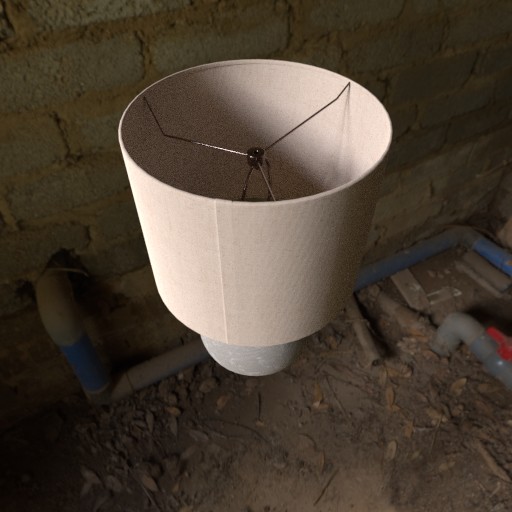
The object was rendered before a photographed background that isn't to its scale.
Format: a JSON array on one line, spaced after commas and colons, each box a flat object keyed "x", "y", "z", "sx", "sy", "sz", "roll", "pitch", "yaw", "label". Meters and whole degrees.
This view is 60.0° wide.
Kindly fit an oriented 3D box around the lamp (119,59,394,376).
[{"x": 0.000, "y": 0.000, "z": 0.591, "sx": 0.269, "sy": 0.409, "sz": 0.269, "roll": 17, "pitch": 49, "yaw": 15, "label": "lamp"}]
